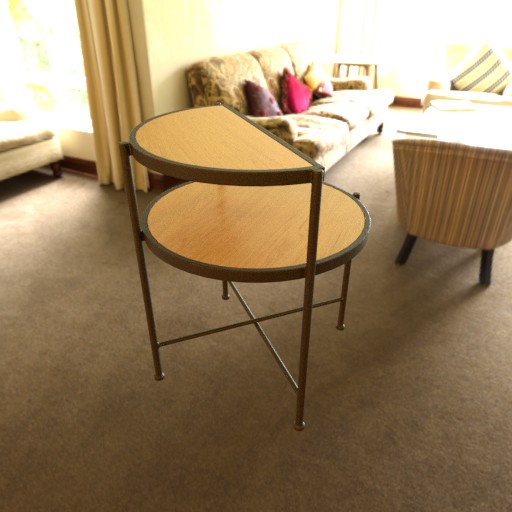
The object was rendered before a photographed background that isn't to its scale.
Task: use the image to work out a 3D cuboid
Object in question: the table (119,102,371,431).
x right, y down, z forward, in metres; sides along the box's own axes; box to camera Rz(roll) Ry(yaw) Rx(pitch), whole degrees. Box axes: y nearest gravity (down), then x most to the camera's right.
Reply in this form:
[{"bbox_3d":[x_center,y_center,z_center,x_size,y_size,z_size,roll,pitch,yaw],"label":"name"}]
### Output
[{"bbox_3d":[0.000,0.000,1.199,0.628,0.684,0.629,-11,33,-18],"label":"table"}]
